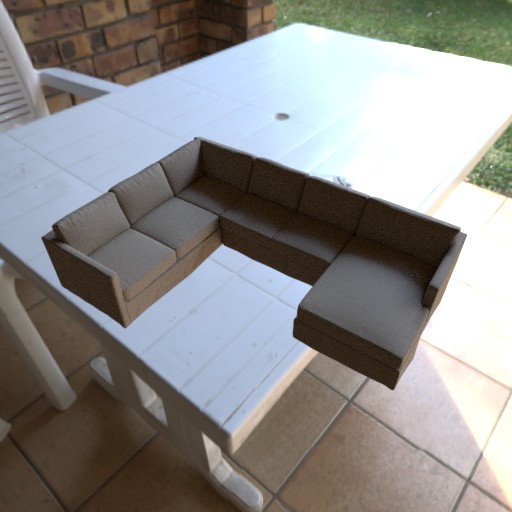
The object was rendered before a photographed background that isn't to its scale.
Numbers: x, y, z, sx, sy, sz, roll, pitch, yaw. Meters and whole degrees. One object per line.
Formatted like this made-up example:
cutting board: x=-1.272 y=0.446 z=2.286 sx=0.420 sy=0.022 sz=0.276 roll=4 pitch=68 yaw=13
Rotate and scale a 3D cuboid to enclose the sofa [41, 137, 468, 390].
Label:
sofa: x=0.000 y=0.000 z=4.498 sx=3.460 sy=0.882 sz=2.427 roll=25 pitch=48 yaw=25
